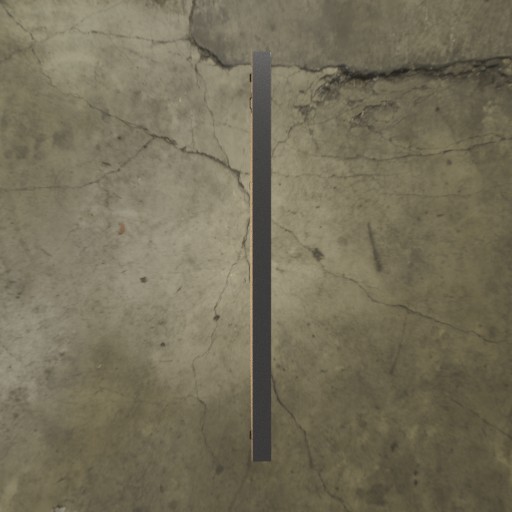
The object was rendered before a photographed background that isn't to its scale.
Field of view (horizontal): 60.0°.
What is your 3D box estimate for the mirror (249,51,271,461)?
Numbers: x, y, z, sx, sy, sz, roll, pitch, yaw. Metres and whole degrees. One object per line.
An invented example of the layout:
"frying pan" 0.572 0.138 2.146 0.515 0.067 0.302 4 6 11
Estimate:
"mirror" 0.000 0.000 1.331 0.040 1.016 0.762 0 90 -1
